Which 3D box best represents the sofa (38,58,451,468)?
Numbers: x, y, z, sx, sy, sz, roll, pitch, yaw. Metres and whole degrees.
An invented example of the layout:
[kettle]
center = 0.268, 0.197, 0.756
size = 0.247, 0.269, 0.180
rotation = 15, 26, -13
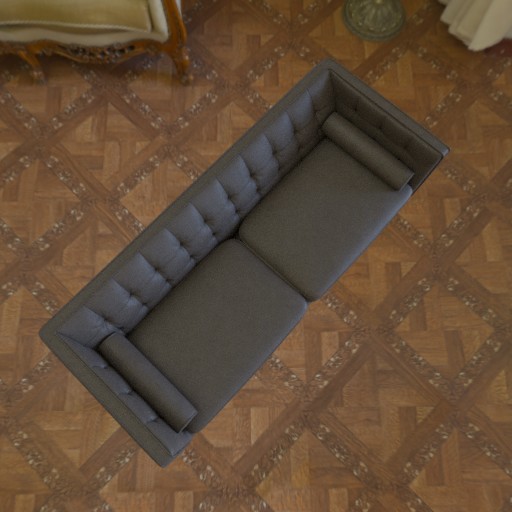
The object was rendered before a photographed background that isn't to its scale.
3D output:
[sofa]
center = 0.000, 0.000, 2.508
size = 0.867, 0.789, 2.087
rotation = 42, 79, 10
